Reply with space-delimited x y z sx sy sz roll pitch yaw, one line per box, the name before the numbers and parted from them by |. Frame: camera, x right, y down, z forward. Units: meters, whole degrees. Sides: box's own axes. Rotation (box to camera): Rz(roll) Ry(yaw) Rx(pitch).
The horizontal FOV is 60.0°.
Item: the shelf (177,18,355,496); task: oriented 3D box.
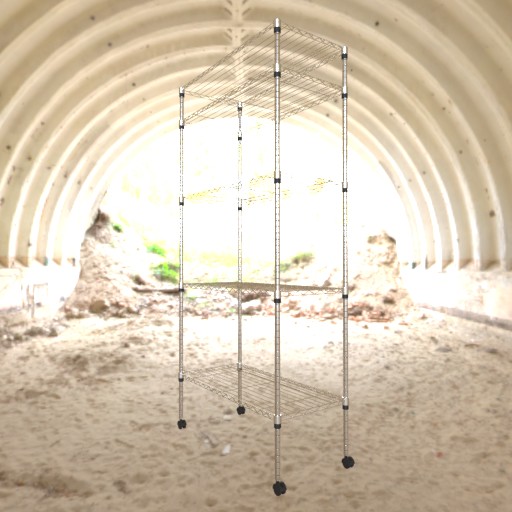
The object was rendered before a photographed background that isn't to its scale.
shelf | 0.000 0.000 1.864 0.356 1.587 0.762 1 -1 -36
